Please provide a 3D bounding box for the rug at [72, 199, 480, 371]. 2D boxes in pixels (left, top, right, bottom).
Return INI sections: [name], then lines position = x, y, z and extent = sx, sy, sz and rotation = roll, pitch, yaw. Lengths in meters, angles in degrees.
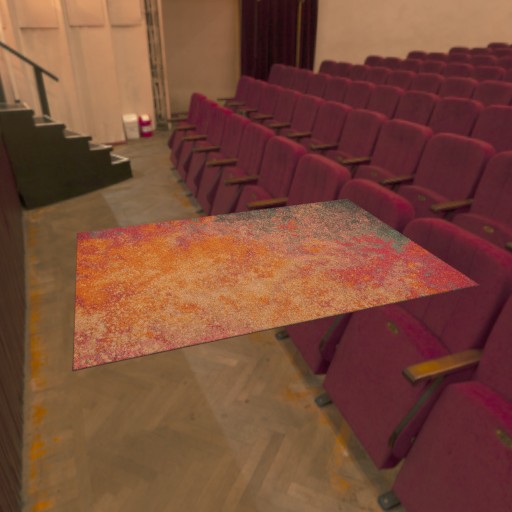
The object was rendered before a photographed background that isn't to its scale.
[rug]
position = 0.000, 0.000, 3.768
extent = 2.896, 0.013, 2.007
rotation = -9, 29, -17
